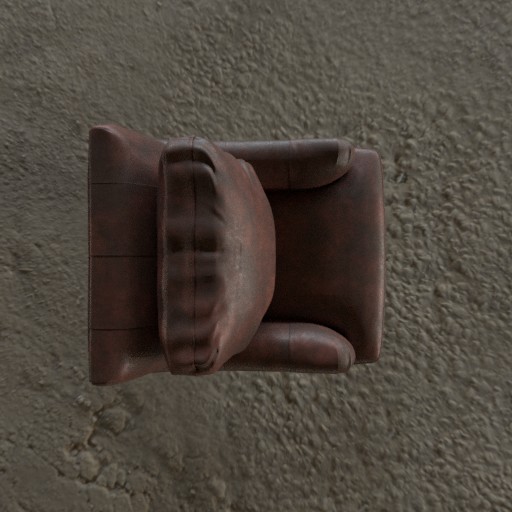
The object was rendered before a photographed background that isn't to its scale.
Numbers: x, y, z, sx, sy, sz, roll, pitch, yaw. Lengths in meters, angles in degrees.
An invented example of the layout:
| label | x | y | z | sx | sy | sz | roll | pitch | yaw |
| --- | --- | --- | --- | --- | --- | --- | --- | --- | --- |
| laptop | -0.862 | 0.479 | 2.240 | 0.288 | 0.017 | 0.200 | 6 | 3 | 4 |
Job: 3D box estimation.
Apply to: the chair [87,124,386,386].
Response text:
| label | x | y | z | sx | sy | sz | roll | pitch | yaw |
| --- | --- | --- | --- | --- | --- | --- | --- | --- | --- |
| chair | 0.000 | 0.000 | 1.964 | 1.156 | 1.051 | 0.987 | 0 | 90 | 0 |
